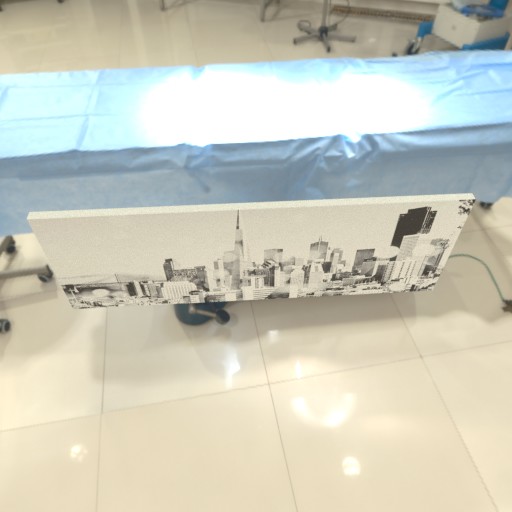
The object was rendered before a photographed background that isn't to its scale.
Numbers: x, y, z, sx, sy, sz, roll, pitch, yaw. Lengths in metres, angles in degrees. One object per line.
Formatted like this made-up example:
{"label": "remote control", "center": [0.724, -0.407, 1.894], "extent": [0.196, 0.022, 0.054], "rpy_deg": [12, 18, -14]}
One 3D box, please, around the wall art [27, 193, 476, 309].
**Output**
{"label": "wall art", "center": [0.000, 0.000, 1.695], "extent": [1.520, 0.507, 0.039], "rpy_deg": [-3, 47, -3]}
